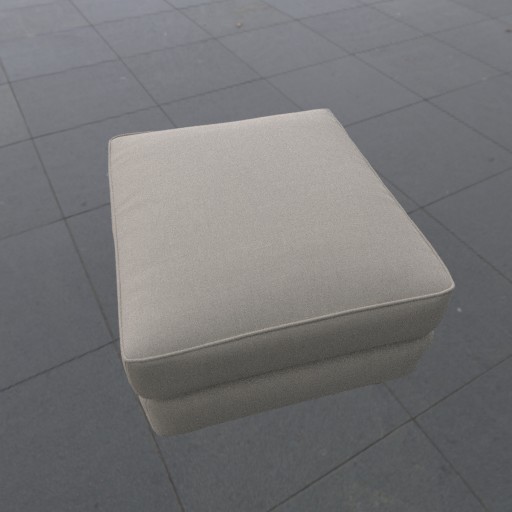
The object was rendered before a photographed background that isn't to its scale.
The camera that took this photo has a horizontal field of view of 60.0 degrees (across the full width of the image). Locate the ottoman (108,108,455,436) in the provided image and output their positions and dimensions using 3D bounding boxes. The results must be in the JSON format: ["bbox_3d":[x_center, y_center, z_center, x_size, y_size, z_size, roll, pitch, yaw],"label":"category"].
[{"bbox_3d":[0.000,0.000,1.133,0.662,0.505,0.716,-11,48,-10],"label":"ottoman"}]
